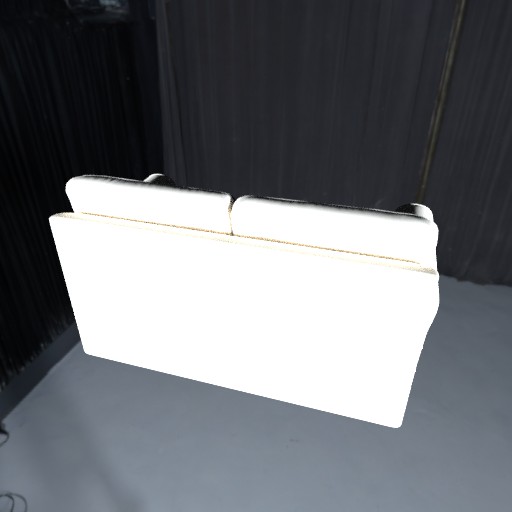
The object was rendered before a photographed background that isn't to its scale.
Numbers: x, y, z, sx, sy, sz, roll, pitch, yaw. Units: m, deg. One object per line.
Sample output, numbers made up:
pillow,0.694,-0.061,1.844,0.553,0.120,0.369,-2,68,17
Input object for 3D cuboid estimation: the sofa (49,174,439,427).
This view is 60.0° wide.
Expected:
sofa,0.000,0.000,2.316,1.727,0.940,0.991,9,32,15
